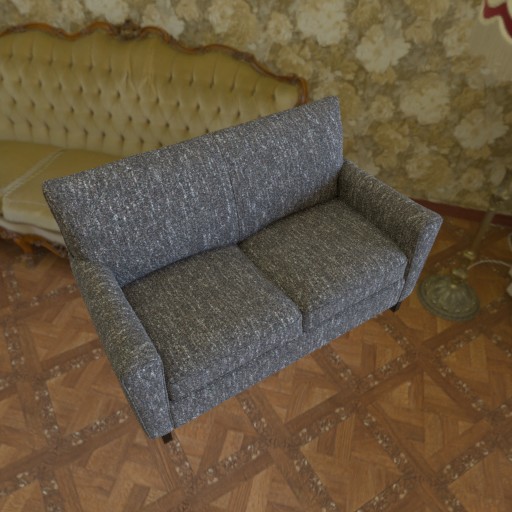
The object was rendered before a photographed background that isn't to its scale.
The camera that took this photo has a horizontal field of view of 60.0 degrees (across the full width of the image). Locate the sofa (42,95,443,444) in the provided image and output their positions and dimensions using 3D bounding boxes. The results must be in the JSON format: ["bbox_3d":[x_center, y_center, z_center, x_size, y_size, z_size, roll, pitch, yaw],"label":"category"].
[{"bbox_3d":[0.000,0.000,2.053,1.519,0.946,0.801,-24,49,-22],"label":"sofa"}]
